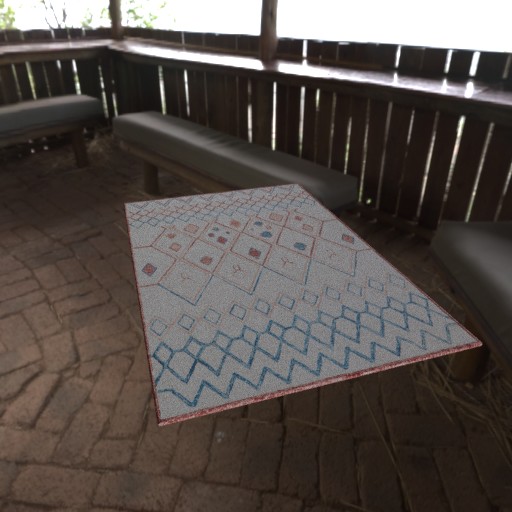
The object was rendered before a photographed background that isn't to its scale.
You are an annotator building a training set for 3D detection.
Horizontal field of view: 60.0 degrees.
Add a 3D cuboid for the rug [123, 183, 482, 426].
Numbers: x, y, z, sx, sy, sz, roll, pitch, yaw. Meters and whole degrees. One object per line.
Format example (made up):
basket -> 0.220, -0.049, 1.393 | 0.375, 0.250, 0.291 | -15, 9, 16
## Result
rug -> 0.000, 0.000, 2.276 | 1.219, 0.016, 1.829 | -9, 31, -15
